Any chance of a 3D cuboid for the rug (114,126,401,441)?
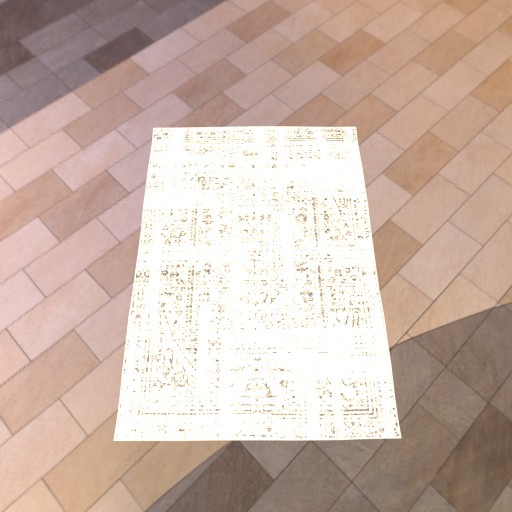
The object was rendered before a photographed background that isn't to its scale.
[{"bbox_3d":[0.000,0.000,3.159,1.706,0.026,2.438,0,63,0],"label":"rug"}]
